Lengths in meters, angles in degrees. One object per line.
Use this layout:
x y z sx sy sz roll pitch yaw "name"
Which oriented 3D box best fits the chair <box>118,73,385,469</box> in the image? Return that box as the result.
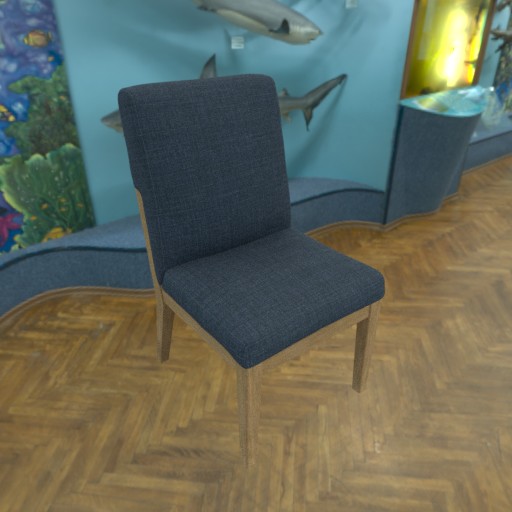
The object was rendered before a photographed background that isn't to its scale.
0.000 0.000 1.287 0.507 0.911 0.586 -20 35 -32 "chair"
